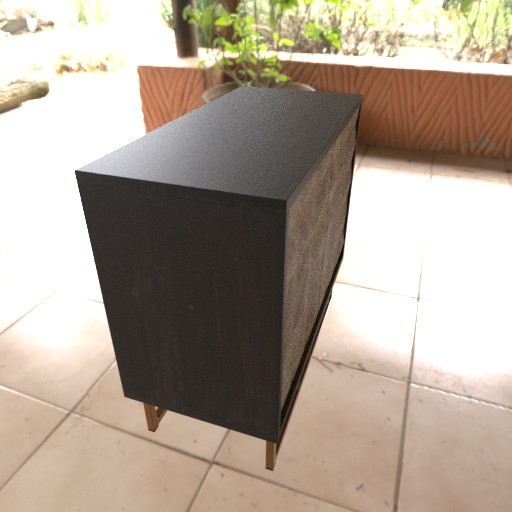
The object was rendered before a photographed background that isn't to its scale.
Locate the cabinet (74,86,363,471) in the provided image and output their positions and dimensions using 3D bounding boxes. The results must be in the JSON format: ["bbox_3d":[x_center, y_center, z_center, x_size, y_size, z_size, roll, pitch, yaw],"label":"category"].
[{"bbox_3d":[0.000,0.000,1.442,0.451,0.860,0.950,10,33,17],"label":"cabinet"}]
